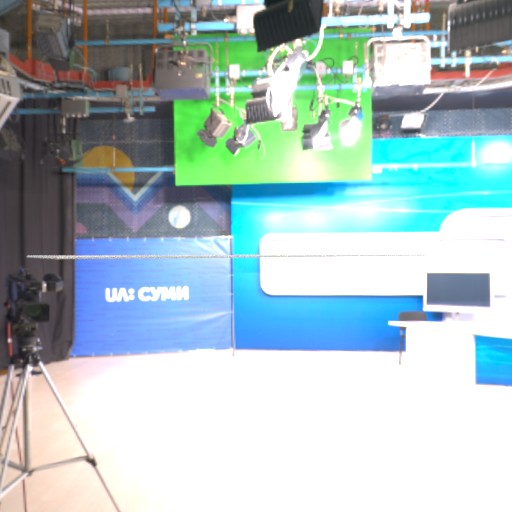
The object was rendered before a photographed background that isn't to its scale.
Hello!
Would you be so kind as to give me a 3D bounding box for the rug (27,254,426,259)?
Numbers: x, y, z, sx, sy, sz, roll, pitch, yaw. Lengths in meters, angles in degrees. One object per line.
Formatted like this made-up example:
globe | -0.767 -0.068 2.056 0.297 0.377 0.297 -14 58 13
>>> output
rug | 0.000 0.000 2.046 1.824 0.009 0.562 0 1 -35
